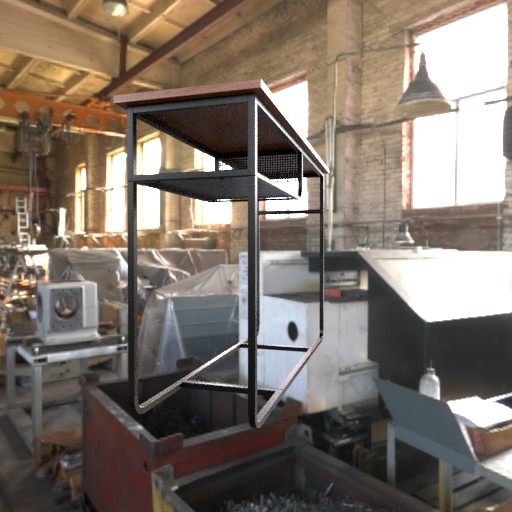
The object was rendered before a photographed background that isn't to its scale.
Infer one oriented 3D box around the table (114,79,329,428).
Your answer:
[{"bbox_3d":[0.000,0.000,1.495,0.350,0.750,1.100,0,1,17],"label":"table"}]
